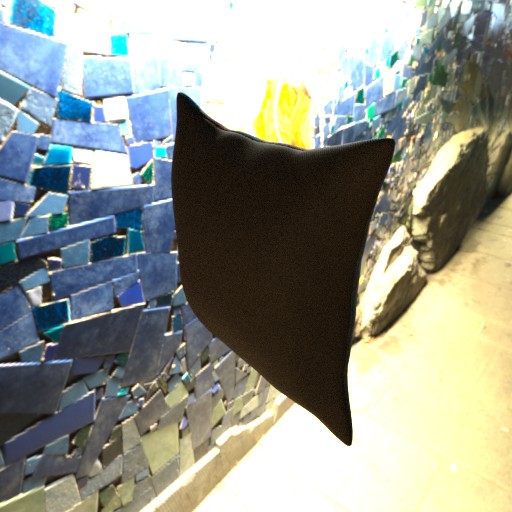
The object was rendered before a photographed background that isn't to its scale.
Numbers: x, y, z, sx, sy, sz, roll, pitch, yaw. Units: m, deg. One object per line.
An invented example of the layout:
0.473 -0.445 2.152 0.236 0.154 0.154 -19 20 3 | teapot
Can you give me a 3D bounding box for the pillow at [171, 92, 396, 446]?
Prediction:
0.000 0.000 0.695 0.168 0.443 0.453 -18 32 -32 | pillow
